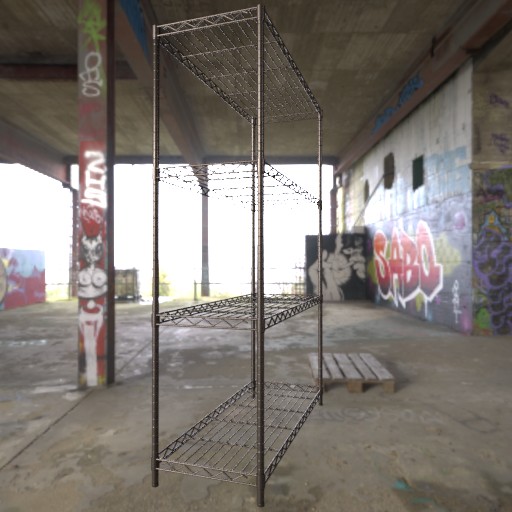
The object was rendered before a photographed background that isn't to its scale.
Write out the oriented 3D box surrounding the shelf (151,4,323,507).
[{"bbox_3d":[0.000,0.000,1.678,0.352,1.361,0.907,0,-1,19],"label":"shelf"}]
